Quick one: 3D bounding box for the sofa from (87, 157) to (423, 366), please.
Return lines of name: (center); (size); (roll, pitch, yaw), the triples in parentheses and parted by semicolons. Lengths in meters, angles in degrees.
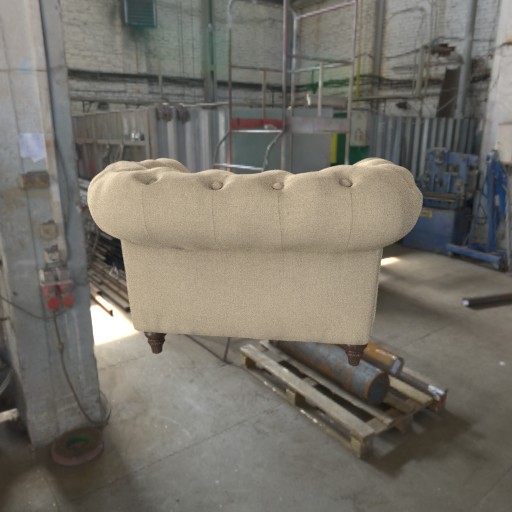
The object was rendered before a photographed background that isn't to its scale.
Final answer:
sofa: (0.000, 0.000, 2.076); (1.405, 0.878, 1.034); (2, 16, 7)
